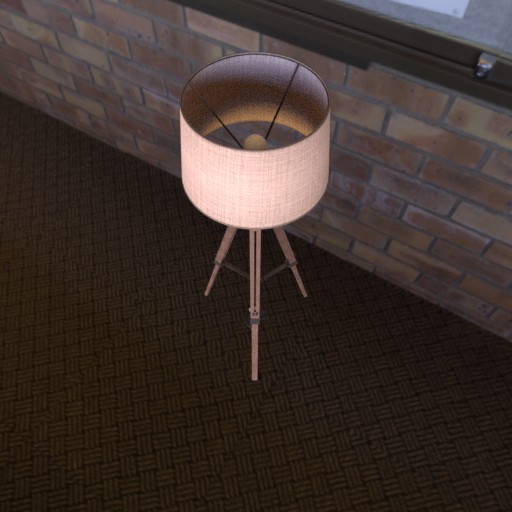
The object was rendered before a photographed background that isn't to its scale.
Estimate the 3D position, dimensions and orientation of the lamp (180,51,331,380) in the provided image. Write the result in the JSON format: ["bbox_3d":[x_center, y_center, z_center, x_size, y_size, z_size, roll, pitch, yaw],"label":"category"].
[{"bbox_3d":[0.000,0.000,1.850,0.604,1.510,0.587,0,58,0],"label":"lamp"}]
